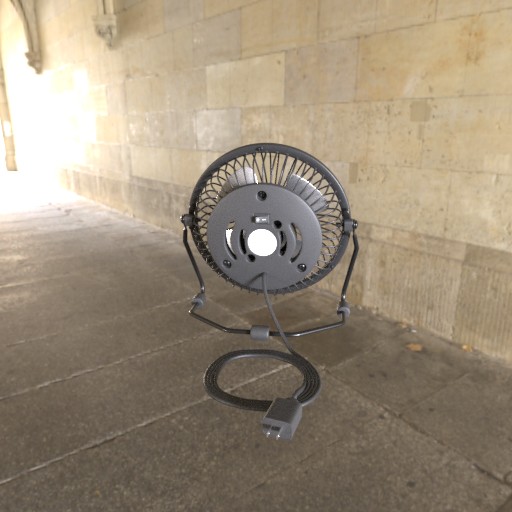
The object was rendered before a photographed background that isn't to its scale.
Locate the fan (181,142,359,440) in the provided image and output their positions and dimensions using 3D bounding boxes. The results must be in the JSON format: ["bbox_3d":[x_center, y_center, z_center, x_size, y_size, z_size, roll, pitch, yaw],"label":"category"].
[{"bbox_3d":[0.000,0.000,0.314,0.153,0.152,0.202,2,16,9],"label":"fan"}]
